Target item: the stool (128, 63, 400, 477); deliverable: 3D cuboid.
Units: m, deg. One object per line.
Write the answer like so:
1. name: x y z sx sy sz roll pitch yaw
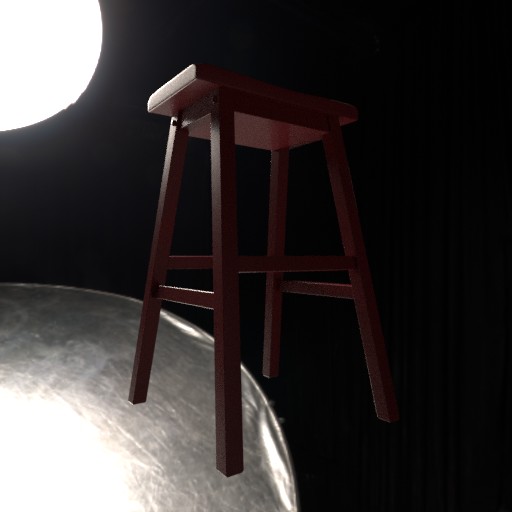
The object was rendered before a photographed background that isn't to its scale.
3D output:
1. stool: 0.000 0.000 1.060 0.457 0.737 0.476 0 0 -35
